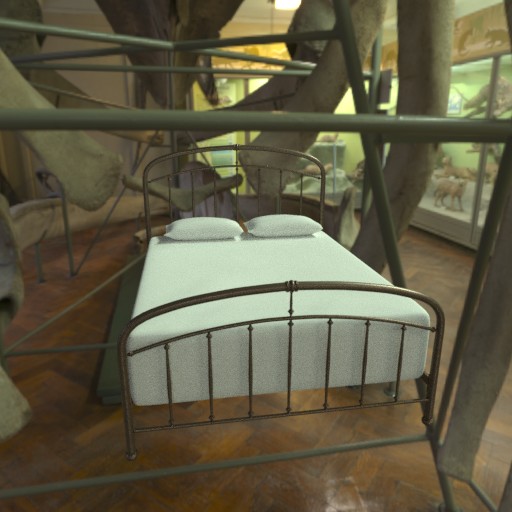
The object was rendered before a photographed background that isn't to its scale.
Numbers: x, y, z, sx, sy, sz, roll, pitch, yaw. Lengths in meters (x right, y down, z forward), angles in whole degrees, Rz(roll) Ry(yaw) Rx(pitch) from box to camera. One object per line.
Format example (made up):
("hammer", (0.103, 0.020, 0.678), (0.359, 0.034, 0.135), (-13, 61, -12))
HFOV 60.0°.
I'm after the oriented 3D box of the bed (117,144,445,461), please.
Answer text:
("bed", (0.000, 0.000, 3.194), (1.711, 1.475, 2.168), (-3, 17, -9))
